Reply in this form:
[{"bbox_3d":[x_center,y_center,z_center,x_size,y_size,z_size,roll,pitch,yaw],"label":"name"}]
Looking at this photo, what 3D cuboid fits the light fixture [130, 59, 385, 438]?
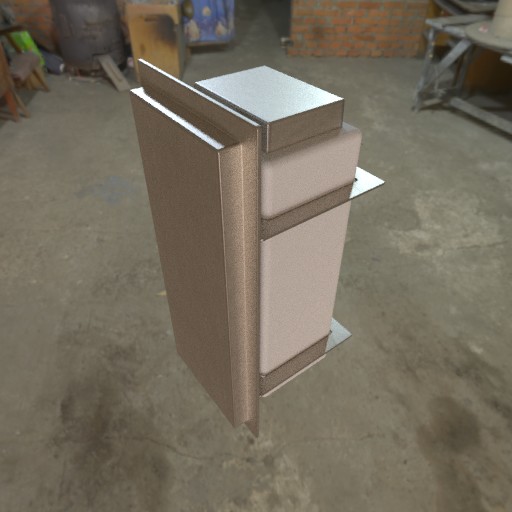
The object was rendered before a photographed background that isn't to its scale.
[{"bbox_3d":[0.000,0.000,0.470,0.160,0.380,0.168,-26,47,-27],"label":"light fixture"}]
